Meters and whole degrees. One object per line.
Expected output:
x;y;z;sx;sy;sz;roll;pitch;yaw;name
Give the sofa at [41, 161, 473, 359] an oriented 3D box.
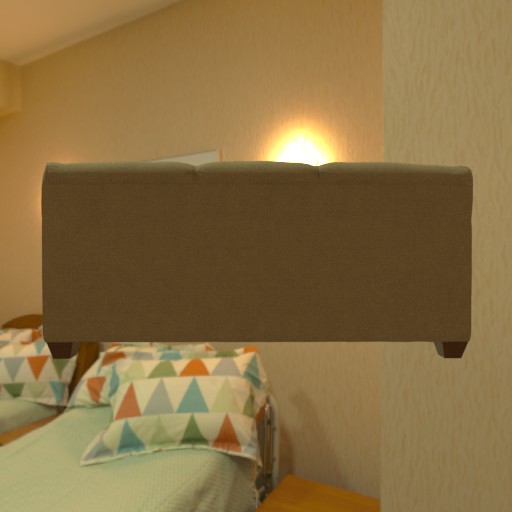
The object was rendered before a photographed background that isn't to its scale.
0.000;0.000;2.537;2.024;0.958;0.997;0;1;0;sofa
